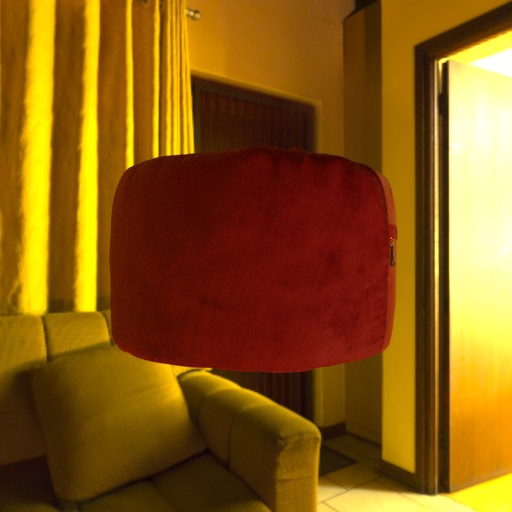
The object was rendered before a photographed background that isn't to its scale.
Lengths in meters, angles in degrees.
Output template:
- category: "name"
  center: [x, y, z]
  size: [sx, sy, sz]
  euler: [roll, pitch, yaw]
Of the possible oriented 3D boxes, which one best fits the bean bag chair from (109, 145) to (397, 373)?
- category: "bean bag chair"
  center: [0.000, 0.000, 1.950]
  size: [1.219, 0.762, 1.219]
  euler: [0, 0, 0]
